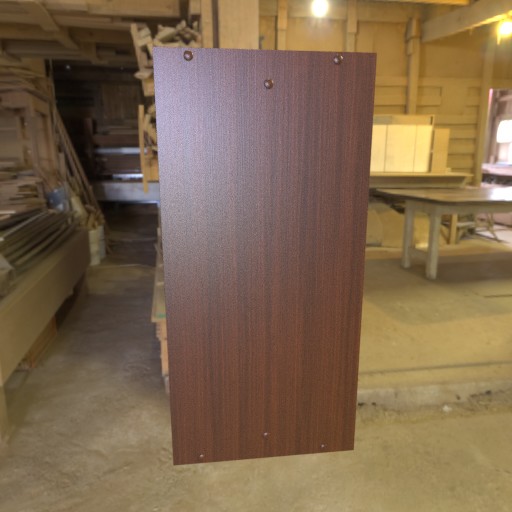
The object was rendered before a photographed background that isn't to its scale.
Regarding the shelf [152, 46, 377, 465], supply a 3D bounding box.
[{"bbox_3d":[0.000,0.000,0.756,0.290,0.600,0.253,-2,13,-7],"label":"shelf"}]
